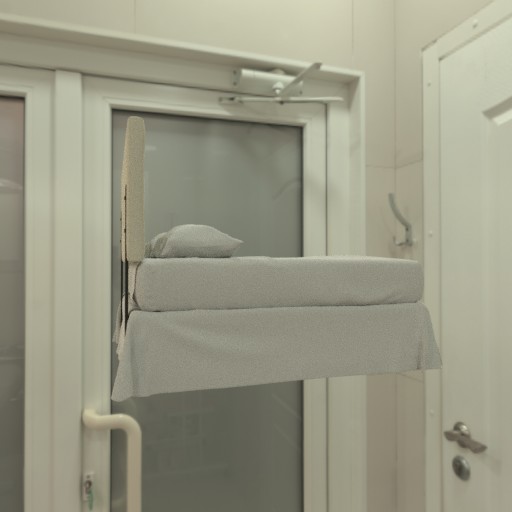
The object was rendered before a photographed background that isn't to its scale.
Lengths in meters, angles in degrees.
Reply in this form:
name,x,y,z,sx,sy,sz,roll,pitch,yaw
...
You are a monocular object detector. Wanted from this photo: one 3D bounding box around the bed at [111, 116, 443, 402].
name,x,y,z,sx,sy,sz,roll,pitch,yaw
bed,0.000,0.000,3.591,2.222,1.577,1.936,0,-1,-18
